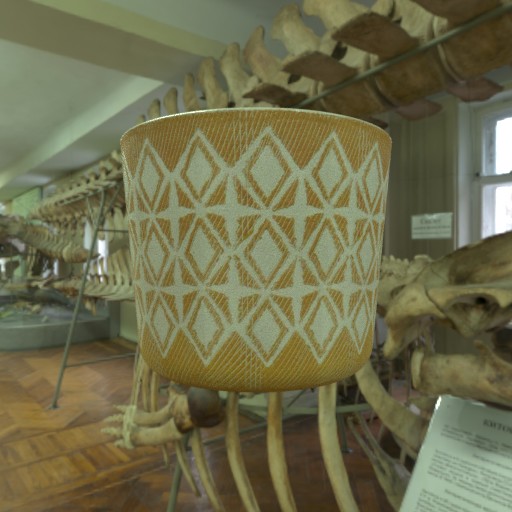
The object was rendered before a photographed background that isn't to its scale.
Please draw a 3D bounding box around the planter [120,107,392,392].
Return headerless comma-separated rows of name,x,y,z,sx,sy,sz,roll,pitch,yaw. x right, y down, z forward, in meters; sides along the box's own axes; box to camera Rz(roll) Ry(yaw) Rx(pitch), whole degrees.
planter,0.000,0.000,0.216,0.126,0.104,0.126,0,1,0
